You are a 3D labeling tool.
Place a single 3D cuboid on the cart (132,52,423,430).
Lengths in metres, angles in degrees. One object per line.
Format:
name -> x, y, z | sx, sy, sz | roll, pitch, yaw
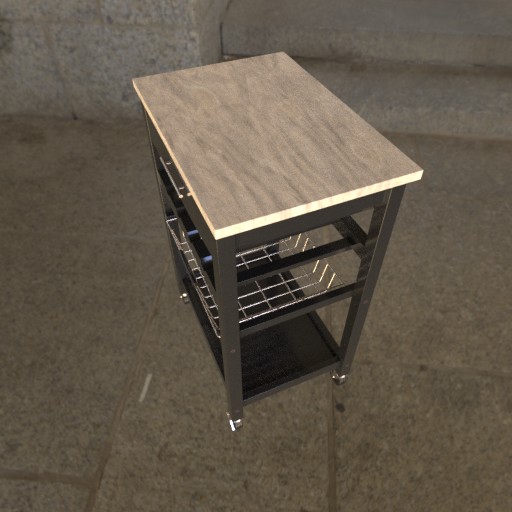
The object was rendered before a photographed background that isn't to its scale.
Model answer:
cart -> 0.000, 0.000, 1.228 | 0.403, 0.839, 0.584 | -18, 49, -16
